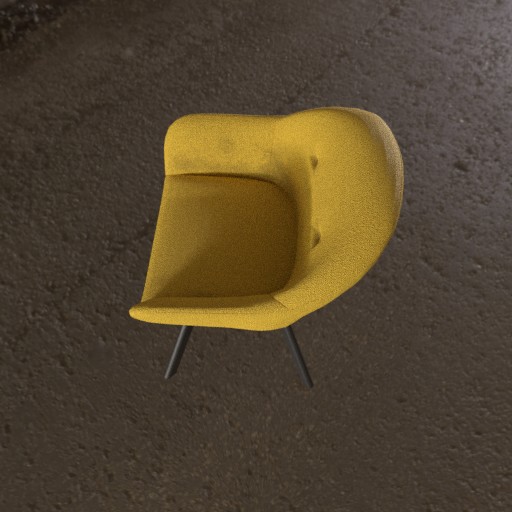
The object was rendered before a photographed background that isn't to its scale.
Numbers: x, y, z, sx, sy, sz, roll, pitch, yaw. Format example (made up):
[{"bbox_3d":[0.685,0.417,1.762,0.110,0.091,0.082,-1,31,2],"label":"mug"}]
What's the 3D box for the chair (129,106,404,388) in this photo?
[{"bbox_3d":[0.000,0.000,1.171,0.565,0.775,0.545,2,59,1],"label":"chair"}]
